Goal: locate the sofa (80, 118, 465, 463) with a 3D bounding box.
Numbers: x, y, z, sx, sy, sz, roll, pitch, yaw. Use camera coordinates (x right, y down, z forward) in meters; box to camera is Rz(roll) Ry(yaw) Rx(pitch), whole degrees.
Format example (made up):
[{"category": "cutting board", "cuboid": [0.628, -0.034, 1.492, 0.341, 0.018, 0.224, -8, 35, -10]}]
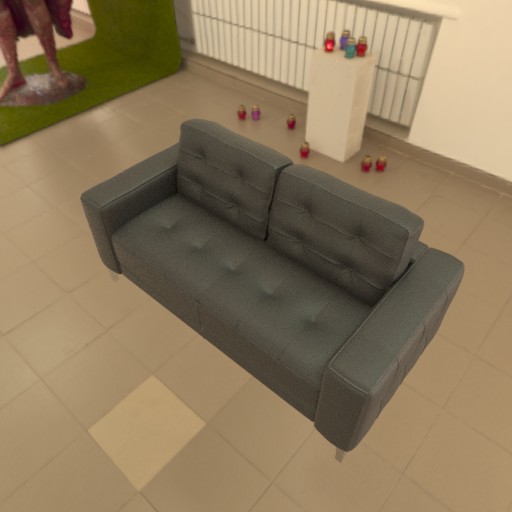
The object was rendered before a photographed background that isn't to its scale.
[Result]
[{"category": "sofa", "cuboid": [0.000, 0.000, 2.203, 1.726, 0.893, 0.833, 31, 53, 28]}]
